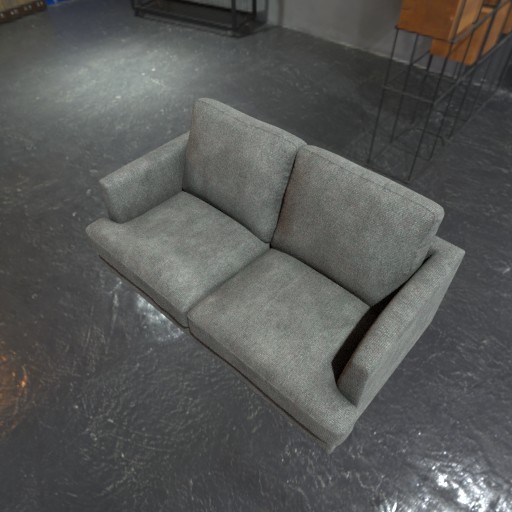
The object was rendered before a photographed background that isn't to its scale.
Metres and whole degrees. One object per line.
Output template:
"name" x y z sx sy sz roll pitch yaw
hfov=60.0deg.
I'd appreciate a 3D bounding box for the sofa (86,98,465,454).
"sofa" 0.000 0.000 2.108 1.582 0.956 0.903 33 55 27
